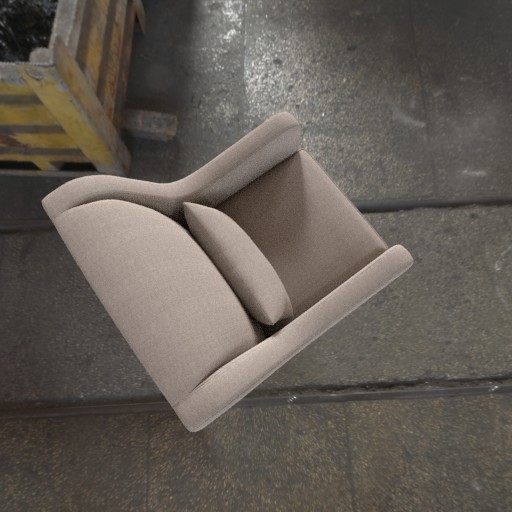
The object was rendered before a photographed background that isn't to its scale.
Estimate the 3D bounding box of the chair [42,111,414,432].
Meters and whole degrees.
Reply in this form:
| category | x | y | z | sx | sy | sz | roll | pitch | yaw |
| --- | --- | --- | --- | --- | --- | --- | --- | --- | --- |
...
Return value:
| category | x | y | z | sx | sy | sz | roll | pitch | yaw |
| --- | --- | --- | --- | --- | --- | --- | --- | --- | --- |
| chair | 0.000 | 0.000 | 1.596 | 0.890 | 1.017 | 0.715 | -35 | 78 | -9 |
